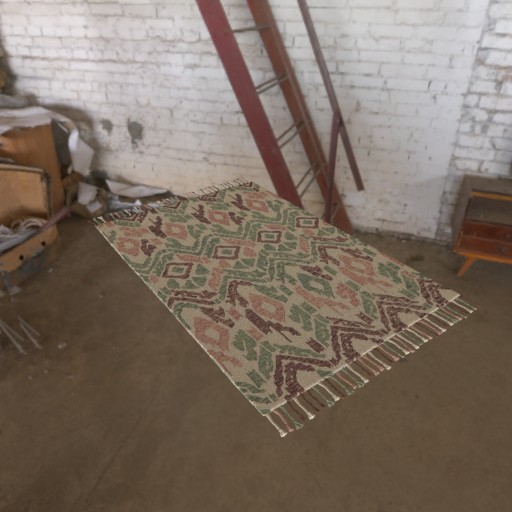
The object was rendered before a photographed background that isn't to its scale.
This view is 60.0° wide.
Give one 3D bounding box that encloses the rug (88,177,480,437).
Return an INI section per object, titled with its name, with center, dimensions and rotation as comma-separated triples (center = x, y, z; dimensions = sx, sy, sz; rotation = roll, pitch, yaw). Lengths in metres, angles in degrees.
[rug]
center = 0.000, 0.000, 3.031
dimensions = 1.524, 0.011, 2.438
rotation = -21, 38, -30
